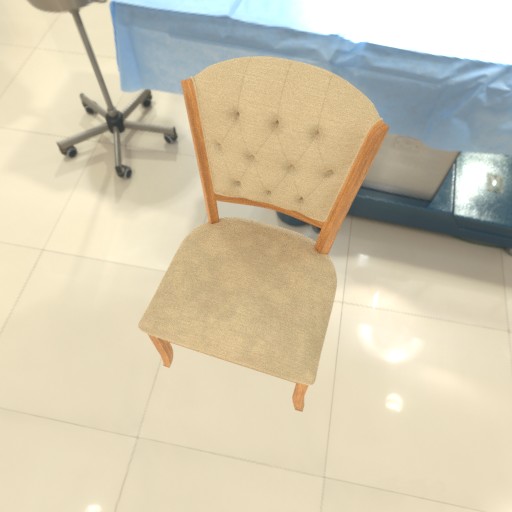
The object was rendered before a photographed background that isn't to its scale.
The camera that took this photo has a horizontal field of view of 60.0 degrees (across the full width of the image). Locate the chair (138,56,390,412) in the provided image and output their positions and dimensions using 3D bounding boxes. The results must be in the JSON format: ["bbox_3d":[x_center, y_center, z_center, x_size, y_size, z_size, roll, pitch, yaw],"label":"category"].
[{"bbox_3d":[0.000,0.000,1.280,0.513,0.905,0.584,16,61,9],"label":"chair"}]
